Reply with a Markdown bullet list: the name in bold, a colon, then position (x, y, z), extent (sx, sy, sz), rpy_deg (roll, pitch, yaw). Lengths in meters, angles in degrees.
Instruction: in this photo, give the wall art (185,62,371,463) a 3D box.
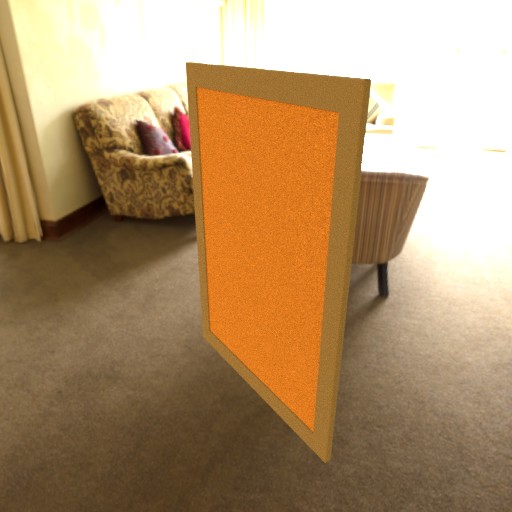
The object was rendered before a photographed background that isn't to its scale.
- **wall art**: position (0.000, 0.000, 0.677), extent (0.012, 0.529, 0.374), rpy_deg (-17, 31, -31)
